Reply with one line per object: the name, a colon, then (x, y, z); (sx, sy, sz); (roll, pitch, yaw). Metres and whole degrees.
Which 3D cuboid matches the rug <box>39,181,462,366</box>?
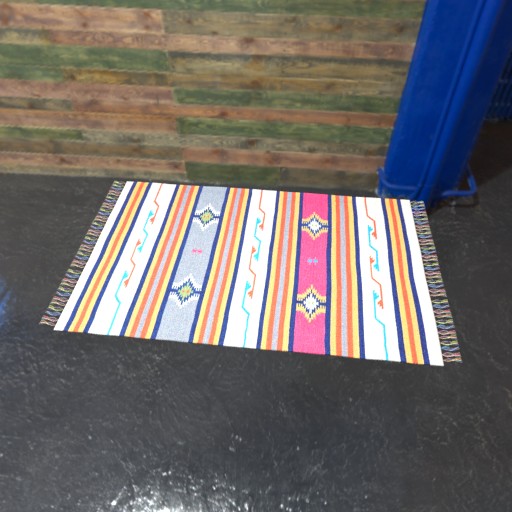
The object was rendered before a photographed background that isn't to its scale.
rug: (0.000, 0.000, 2.268); (1.849, 0.013, 1.084); (4, 47, 4)
